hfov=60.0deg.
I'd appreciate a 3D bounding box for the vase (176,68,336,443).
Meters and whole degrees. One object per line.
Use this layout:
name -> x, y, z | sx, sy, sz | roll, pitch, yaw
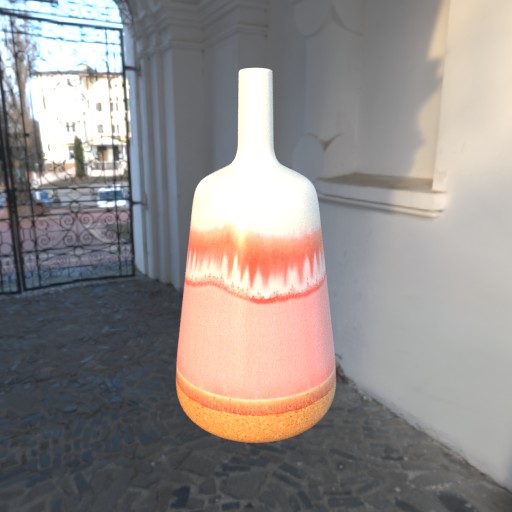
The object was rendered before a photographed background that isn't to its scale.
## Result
vase -> 0.000, 0.000, 0.379 | 0.144, 0.296, 0.144 | 0, 14, 0
